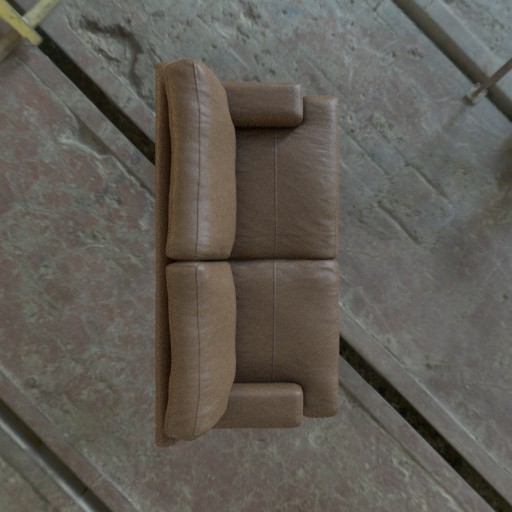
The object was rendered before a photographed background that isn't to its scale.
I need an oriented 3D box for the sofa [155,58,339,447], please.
[{"bbox_3d":[0.000,0.000,2.408,0.962,0.980,1.855,0,90,-1],"label":"sofa"}]
